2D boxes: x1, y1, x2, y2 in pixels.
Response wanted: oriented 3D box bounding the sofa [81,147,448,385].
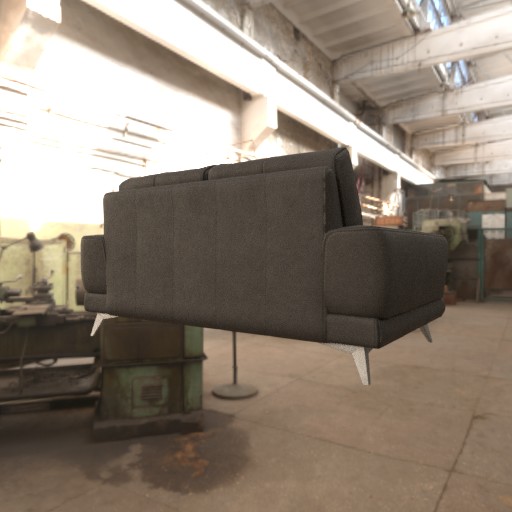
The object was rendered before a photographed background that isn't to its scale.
[{"bbox_3d":[0.000,0.000,2.426,1.806,0.907,1.018,0,1,35],"label":"sofa"}]
